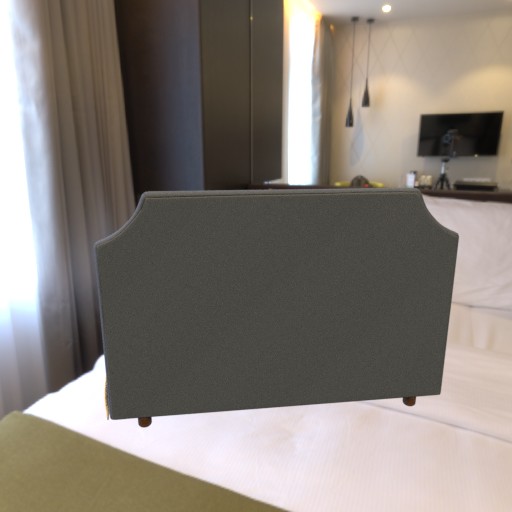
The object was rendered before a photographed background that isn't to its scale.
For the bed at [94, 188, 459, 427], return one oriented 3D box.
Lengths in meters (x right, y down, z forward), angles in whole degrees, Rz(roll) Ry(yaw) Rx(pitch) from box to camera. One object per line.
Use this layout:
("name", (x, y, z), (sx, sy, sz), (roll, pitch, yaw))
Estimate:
("bed", (0.000, 0.000, 4.051), (2.350, 1.488, 2.773), (-2, 15, -7))
